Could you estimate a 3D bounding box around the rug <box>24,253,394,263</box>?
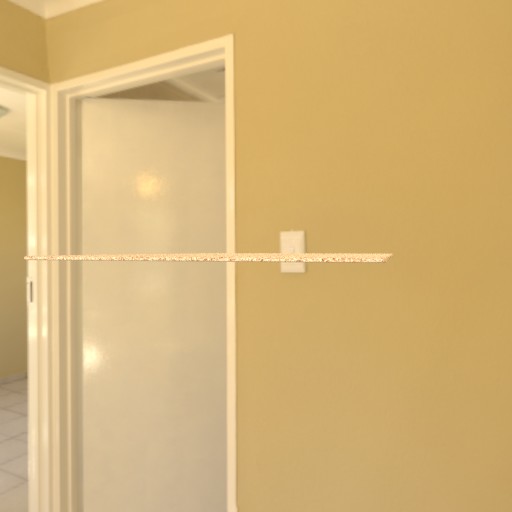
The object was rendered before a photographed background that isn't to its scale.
[{"bbox_3d":[0.000,0.000,4.161,2.438,0.029,3.047,0,1,18],"label":"rug"}]
